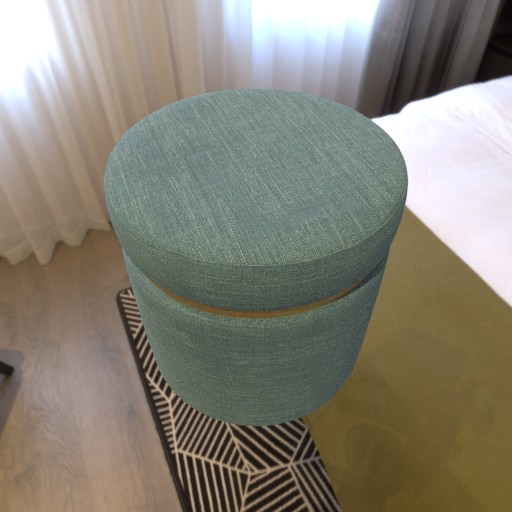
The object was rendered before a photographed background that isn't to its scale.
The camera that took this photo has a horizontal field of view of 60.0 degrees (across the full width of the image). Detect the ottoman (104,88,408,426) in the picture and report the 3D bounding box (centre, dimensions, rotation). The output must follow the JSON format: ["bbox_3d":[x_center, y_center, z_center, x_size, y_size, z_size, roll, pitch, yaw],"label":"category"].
[{"bbox_3d":[0.000,0.000,0.717,0.398,0.406,0.398,0,46,0],"label":"ottoman"}]
